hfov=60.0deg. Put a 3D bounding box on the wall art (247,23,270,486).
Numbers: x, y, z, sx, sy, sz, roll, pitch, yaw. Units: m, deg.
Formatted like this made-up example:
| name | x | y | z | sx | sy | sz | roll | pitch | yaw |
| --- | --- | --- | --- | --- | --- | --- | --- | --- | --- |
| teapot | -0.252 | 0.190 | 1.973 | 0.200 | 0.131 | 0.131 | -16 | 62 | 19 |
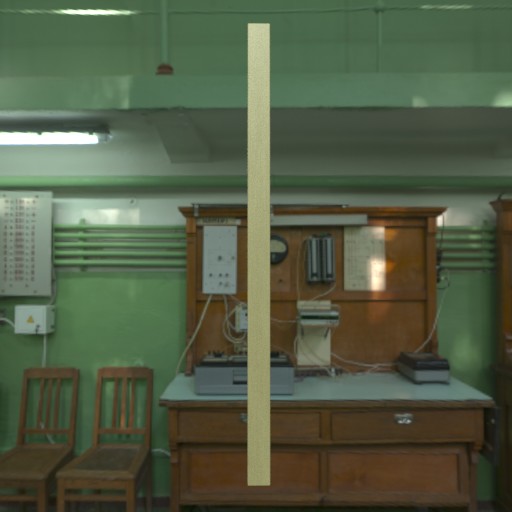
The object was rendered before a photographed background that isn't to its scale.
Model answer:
| name | x | y | z | sx | sy | sz | roll | pitch | yaw |
| --- | --- | --- | --- | --- | --- | --- | --- | --- | --- |
| wall art | 0.000 | 0.000 | 1.111 | 0.037 | 0.763 | 0.763 | 0 | -1 | -1 |
